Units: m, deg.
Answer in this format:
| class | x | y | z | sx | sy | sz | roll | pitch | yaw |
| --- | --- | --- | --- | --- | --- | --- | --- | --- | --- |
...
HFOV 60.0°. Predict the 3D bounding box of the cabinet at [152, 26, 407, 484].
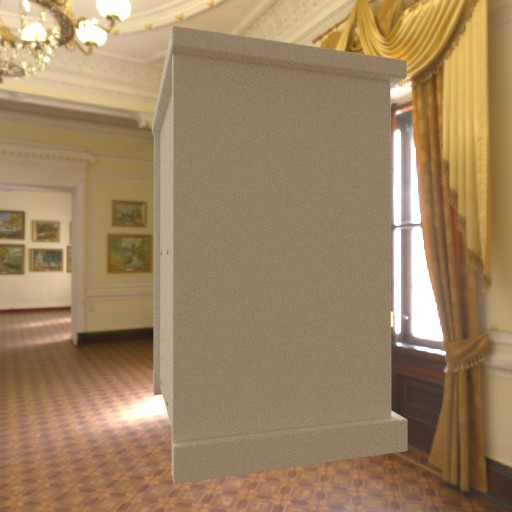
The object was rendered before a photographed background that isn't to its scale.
| class | x | y | z | sx | sy | sz | roll | pitch | yaw |
| --- | --- | --- | --- | --- | --- | --- | --- | --- | --- |
| cabinet | 0.000 | 0.000 | 1.004 | 0.431 | 0.723 | 0.520 | 0 | 0 | -17 |
